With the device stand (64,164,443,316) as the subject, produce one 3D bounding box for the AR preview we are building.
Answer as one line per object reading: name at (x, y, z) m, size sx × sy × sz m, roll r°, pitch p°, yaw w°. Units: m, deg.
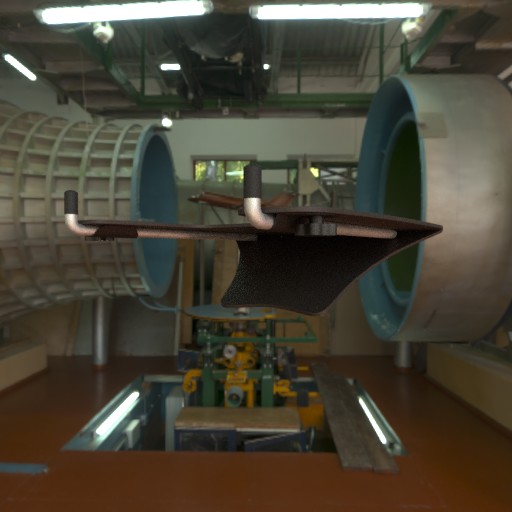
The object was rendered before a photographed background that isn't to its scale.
device stand at (0.000, 0.000, 0.351) m, size 0.230 × 0.092 × 0.230 m, roll 0°, pitch 1°, yaw 36°
